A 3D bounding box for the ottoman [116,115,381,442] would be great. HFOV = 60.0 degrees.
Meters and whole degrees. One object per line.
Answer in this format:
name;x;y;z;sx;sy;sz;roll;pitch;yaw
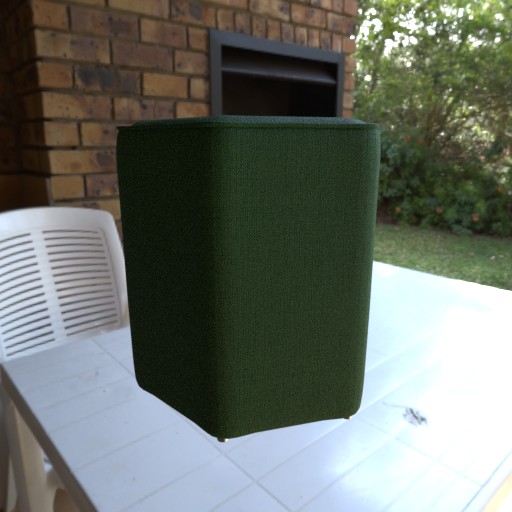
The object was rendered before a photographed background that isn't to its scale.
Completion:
ottoman;0.000;0.000;0.873;0.499;0.507;0.444;13;19;42
